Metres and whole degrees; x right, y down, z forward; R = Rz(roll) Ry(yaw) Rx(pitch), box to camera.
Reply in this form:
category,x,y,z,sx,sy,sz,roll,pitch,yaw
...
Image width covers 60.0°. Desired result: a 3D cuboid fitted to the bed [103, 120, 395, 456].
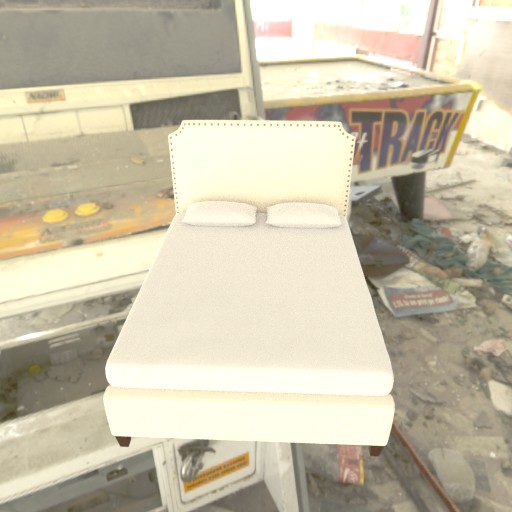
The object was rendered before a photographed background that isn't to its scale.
category,x,y,z,sx,sy,sz,roll,pitch,yaw
bed,0.000,0.000,3.392,1.712,1.497,2.372,1,31,2
